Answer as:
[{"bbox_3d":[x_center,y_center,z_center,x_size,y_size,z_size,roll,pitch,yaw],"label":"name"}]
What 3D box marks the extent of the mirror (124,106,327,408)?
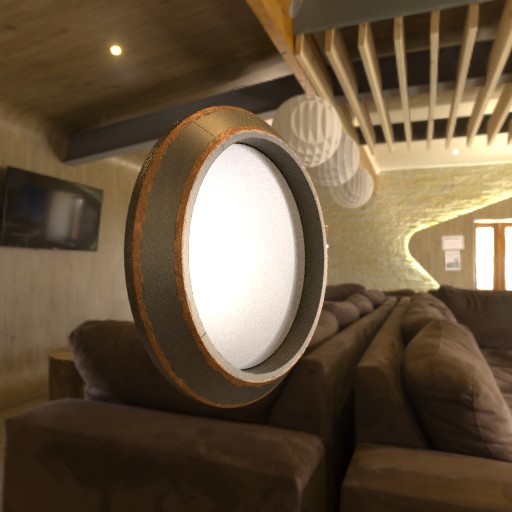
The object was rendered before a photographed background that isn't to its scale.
[{"bbox_3d":[0.000,0.000,1.369,0.111,0.907,0.907,-2,-3,36],"label":"mirror"}]
